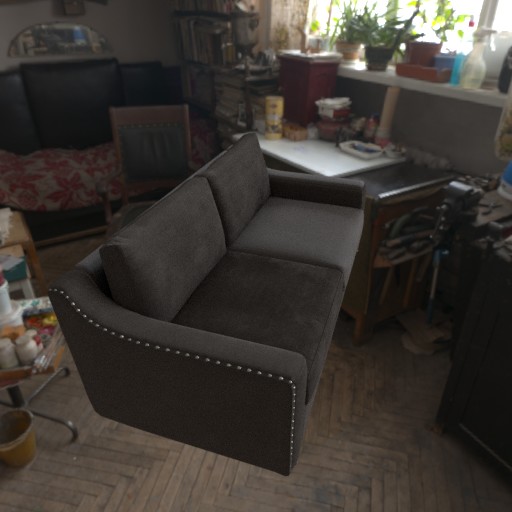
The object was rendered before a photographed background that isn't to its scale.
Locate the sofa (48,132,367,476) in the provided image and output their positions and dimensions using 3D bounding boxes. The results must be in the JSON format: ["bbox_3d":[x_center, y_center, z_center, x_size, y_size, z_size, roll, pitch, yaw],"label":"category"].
[{"bbox_3d":[0.000,0.000,3.241,1.336,1.196,2.550,10,32,16],"label":"sofa"}]
